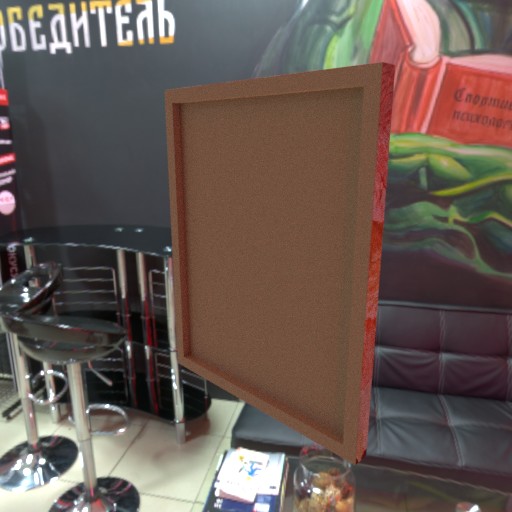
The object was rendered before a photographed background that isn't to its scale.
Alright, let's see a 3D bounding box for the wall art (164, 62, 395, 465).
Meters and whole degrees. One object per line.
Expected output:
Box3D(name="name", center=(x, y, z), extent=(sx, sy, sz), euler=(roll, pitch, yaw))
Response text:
Box3D(name="wall art", center=(0.000, 0.000, 0.684), extent=(0.406, 0.508, 0.028), euler=(14, 20, 43))
